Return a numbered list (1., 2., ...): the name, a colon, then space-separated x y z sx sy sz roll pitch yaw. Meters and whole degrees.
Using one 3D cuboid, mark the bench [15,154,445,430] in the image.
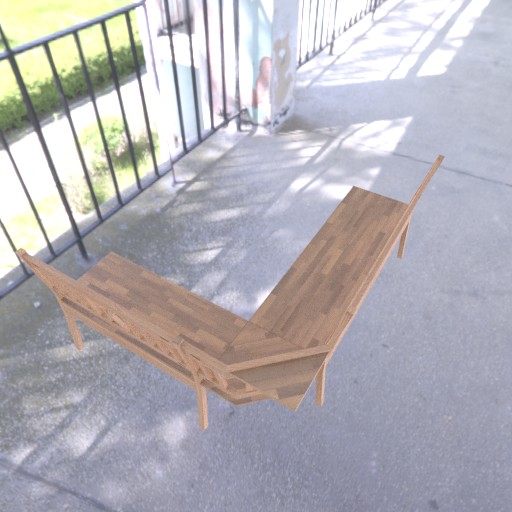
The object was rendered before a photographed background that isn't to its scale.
1. bench: 0.000 0.000 2.752 1.537 0.902 1.937 24 50 22
